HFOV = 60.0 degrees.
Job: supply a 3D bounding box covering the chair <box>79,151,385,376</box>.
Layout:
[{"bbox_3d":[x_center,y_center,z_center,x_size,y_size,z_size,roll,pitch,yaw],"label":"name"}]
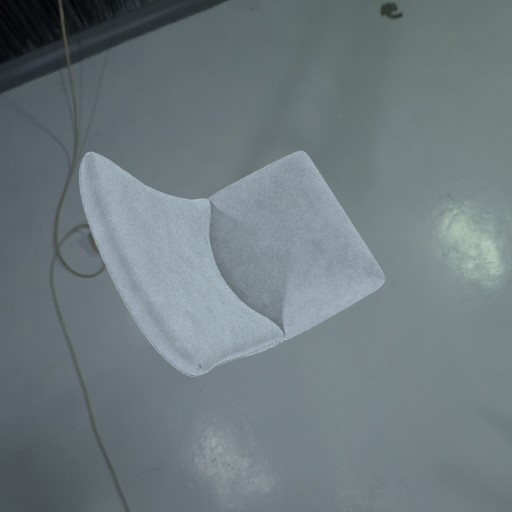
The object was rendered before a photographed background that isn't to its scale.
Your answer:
[{"bbox_3d":[0.000,0.000,1.253,0.610,0.902,0.495,-28,77,-7],"label":"chair"}]
